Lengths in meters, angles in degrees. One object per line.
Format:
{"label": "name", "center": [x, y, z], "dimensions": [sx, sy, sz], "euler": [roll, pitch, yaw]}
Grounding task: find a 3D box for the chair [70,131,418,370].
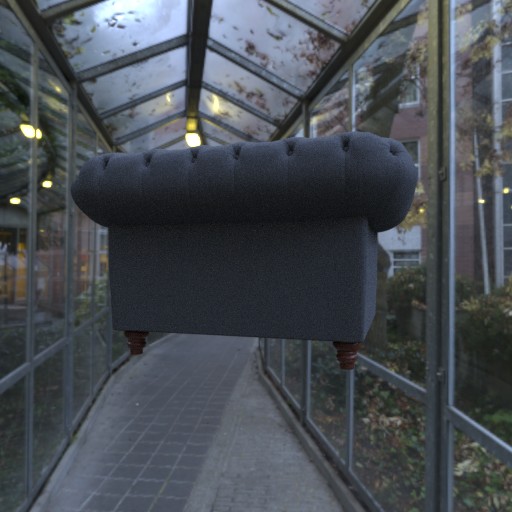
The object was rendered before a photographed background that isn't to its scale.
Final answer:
{"label": "chair", "center": [0.000, 0.000, 1.877], "dimensions": [1.270, 0.770, 0.976], "euler": [0, -1, 18]}
